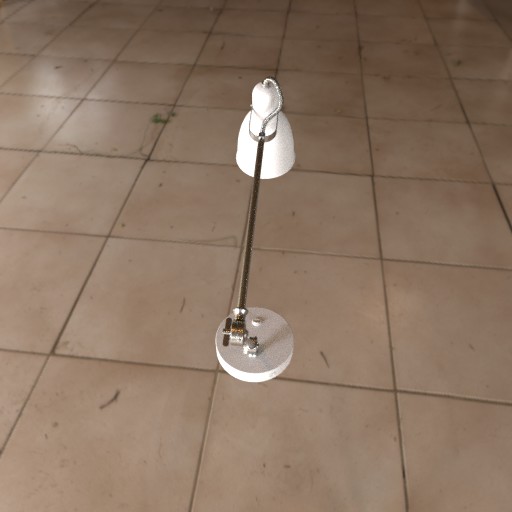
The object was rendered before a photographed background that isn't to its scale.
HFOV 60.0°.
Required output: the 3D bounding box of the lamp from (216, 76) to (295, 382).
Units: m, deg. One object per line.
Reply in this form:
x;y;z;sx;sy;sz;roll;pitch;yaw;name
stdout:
0.000;0.000;0.892;0.187;0.587;0.561;4;47;4;lamp
